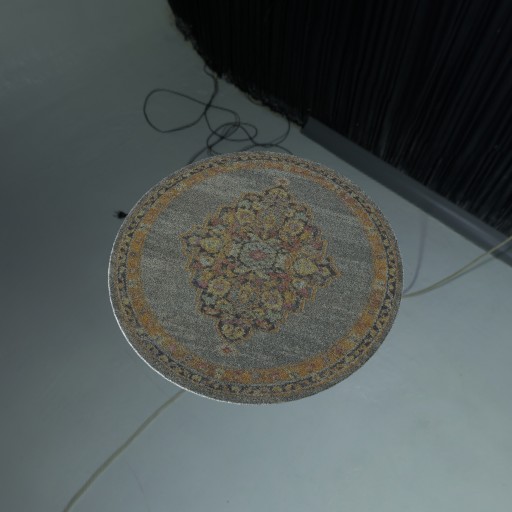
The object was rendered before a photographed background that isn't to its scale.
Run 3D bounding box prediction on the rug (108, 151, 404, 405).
[{"bbox_3d":[0.000,0.000,2.435,1.598,0.010,1.598,0,58,0],"label":"rug"}]
